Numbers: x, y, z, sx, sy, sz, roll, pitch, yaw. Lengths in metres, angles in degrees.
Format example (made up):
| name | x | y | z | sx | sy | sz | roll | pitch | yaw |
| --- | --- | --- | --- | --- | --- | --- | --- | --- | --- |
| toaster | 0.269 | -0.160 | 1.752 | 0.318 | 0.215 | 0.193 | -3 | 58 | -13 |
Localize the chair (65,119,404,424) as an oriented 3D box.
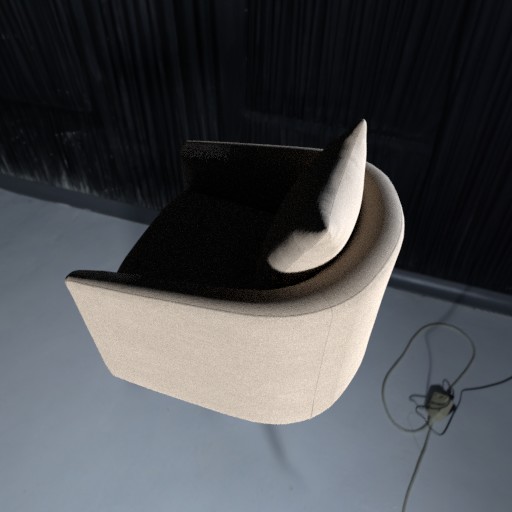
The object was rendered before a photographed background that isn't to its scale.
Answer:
| name | x | y | z | sx | sy | sz | roll | pitch | yaw |
| --- | --- | --- | --- | --- | --- | --- | --- | --- | --- |
| chair | 0.000 | 0.000 | 1.556 | 0.910 | 0.848 | 0.845 | 14 | 47 | 13 |
